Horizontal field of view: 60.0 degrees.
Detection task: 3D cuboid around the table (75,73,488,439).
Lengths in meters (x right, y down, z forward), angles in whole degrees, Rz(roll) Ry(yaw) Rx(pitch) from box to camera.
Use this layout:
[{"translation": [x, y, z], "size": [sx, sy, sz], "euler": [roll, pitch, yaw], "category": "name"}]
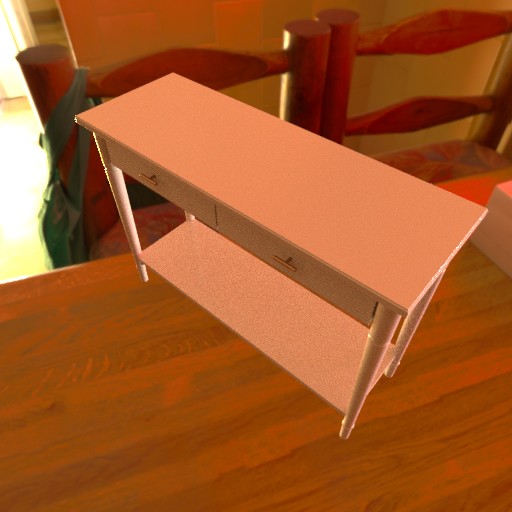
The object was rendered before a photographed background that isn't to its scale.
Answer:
[{"translation": [0.000, 0.000, 1.417], "size": [1.067, 0.749, 0.381], "euler": [32, 54, 27], "category": "table"}]
